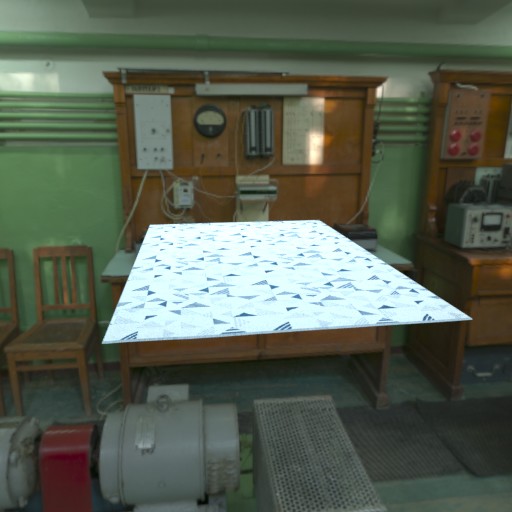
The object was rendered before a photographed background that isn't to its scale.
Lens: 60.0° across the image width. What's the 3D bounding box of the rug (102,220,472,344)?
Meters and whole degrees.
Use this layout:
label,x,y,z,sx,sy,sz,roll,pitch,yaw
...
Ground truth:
label,x,y,z,sx,sy,sz,roll,pitch,yaw
rug,0.000,0.000,2.278,1.206,0.003,1.835,-2,15,-8
